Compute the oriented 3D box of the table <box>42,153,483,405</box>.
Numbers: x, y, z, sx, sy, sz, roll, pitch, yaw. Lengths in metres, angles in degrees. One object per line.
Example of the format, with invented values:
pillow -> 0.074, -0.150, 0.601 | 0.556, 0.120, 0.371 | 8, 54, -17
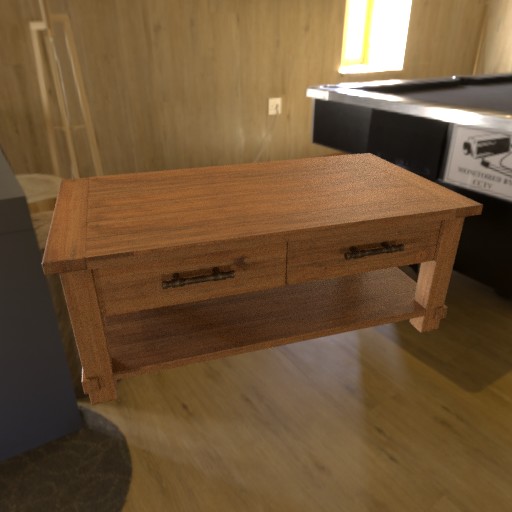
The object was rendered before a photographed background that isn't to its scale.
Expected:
table -> 0.000, 0.000, 1.607 | 1.270, 0.494, 0.693 | -8, 28, -16
